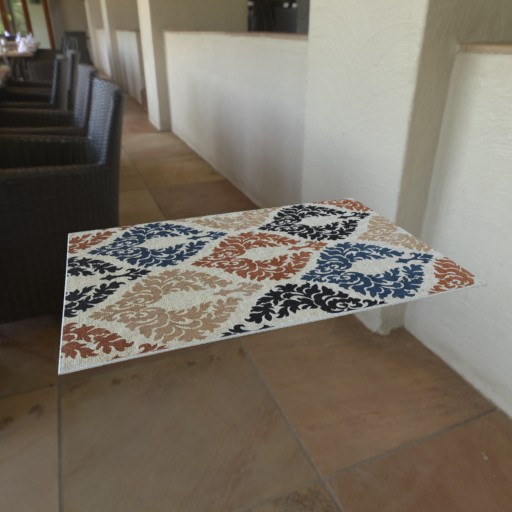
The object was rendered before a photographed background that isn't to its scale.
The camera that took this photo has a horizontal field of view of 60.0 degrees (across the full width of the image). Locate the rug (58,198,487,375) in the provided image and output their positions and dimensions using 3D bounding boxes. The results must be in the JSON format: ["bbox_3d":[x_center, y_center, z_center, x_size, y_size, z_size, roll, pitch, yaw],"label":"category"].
[{"bbox_3d":[0.000,0.000,2.820,2.275,0.014,1.514,-9,29,-17],"label":"rug"}]
